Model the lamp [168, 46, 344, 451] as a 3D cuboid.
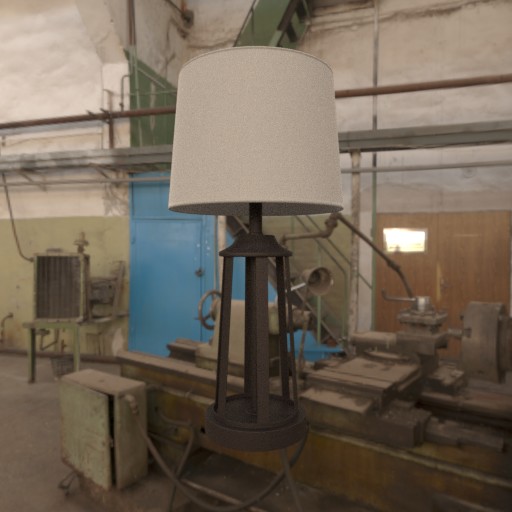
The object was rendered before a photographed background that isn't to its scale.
[{"bbox_3d":[0.000,0.000,0.647,0.251,0.509,0.251,0,1,0],"label":"lamp"}]
